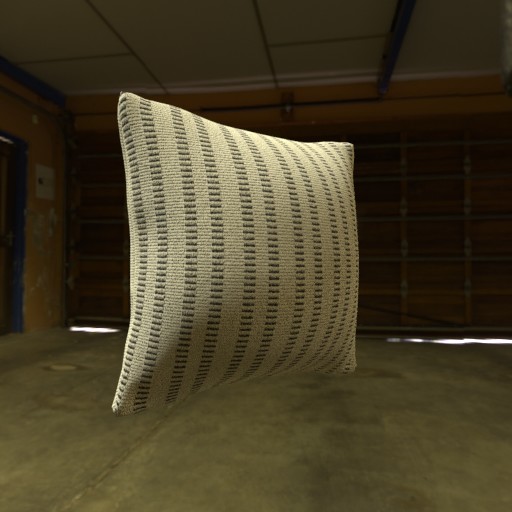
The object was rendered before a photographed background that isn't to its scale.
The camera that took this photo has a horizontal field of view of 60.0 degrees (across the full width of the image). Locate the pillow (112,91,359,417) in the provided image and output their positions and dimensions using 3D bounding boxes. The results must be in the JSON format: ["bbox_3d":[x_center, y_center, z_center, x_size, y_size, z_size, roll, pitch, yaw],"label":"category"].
[{"bbox_3d":[0.000,0.000,0.689,0.438,0.419,0.247,1,-2,-35],"label":"pillow"}]
